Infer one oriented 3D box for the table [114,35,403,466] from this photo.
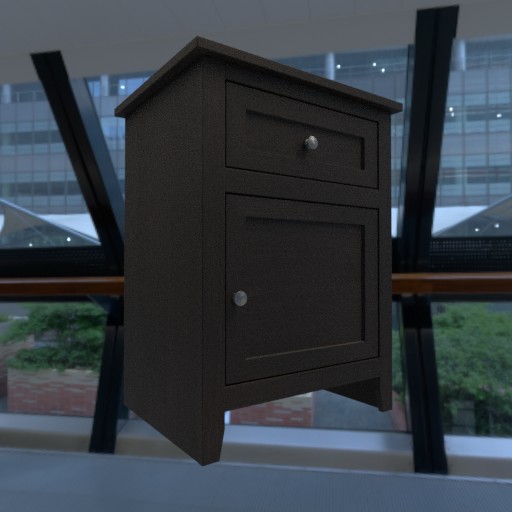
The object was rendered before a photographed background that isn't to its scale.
[{"bbox_3d":[0.000,0.000,0.935,0.480,0.635,0.381,1,-1,-35],"label":"table"}]
